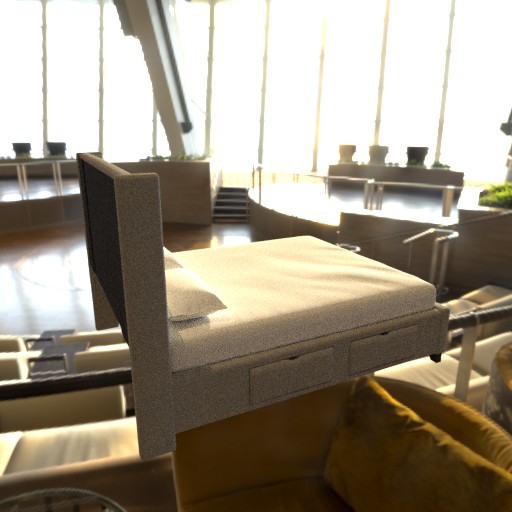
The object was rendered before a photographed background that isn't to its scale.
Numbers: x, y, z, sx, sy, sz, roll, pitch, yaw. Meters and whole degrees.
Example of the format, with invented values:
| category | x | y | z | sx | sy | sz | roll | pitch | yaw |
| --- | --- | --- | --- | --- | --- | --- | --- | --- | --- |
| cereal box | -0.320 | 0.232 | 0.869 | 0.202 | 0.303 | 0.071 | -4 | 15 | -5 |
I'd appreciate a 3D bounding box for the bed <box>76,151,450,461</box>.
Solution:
| category | x | y | z | sx | sy | sz | roll | pitch | yaw |
| --- | --- | --- | --- | --- | --- | --- | --- | --- | --- |
| bed | 0.000 | 0.000 | 3.331 | 2.222 | 1.491 | 1.774 | -8 | 19 | -25 |
